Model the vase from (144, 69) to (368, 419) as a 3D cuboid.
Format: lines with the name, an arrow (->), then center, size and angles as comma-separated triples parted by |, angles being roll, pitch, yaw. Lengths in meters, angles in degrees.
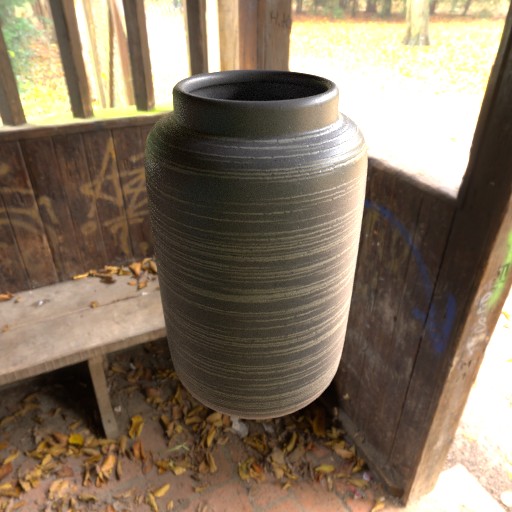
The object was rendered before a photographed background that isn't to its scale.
vase -> 0.000, 0.000, 0.674 | 0.297, 0.499, 0.297 | 0, 32, 0
